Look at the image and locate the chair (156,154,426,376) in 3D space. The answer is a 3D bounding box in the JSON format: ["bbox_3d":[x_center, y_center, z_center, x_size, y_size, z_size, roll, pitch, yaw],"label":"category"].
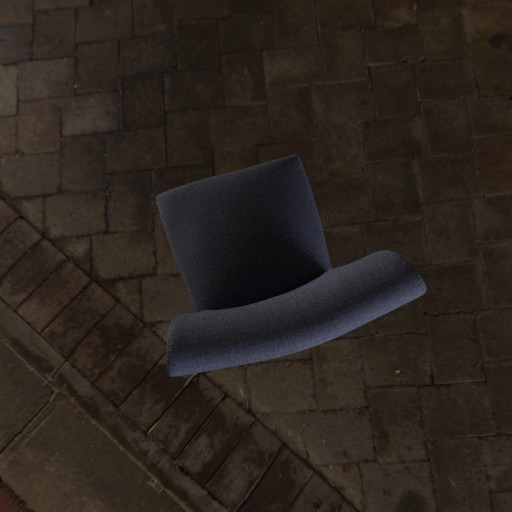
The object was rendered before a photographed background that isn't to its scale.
[{"bbox_3d":[0.000,0.000,1.341,0.513,0.988,0.608,-17,77,-4],"label":"chair"}]
